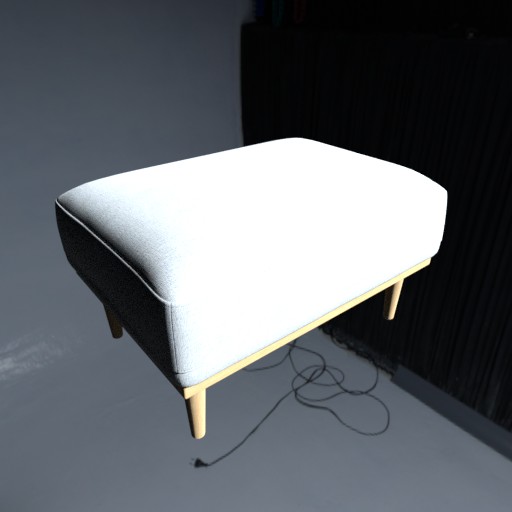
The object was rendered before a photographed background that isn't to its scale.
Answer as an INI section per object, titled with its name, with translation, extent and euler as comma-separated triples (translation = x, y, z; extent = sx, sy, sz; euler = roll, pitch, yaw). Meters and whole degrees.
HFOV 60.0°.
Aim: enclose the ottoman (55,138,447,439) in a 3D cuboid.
[ottoman]
translation = 0.000, 0.000, 1.069
extent = 0.749, 0.428, 0.549
euler = -21, 36, -33
